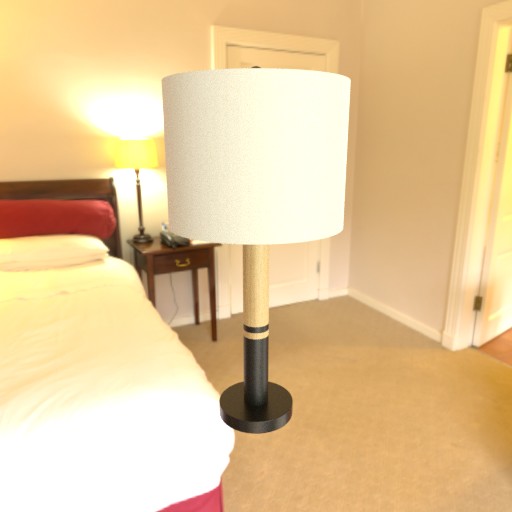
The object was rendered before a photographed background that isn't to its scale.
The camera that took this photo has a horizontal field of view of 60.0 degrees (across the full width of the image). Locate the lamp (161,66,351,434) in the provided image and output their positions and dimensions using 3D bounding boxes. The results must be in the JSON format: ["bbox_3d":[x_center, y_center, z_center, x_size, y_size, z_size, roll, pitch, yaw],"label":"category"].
[{"bbox_3d":[0.000,0.000,0.804,0.305,0.640,0.305,7,16,25],"label":"lamp"}]
